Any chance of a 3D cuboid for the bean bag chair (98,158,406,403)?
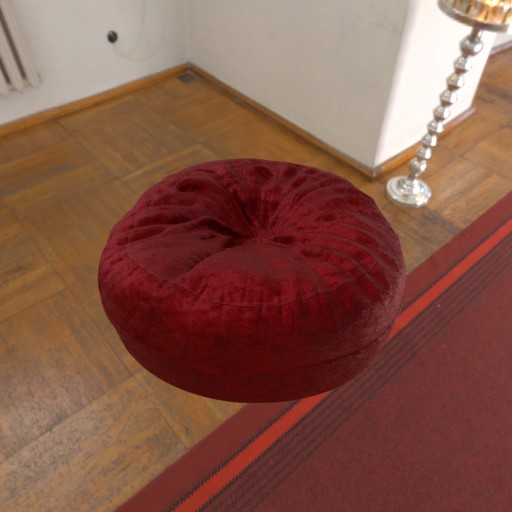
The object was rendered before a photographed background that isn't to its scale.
[{"bbox_3d":[0.000,0.000,2.436,1.524,0.878,1.524,3,47,3],"label":"bean bag chair"}]
